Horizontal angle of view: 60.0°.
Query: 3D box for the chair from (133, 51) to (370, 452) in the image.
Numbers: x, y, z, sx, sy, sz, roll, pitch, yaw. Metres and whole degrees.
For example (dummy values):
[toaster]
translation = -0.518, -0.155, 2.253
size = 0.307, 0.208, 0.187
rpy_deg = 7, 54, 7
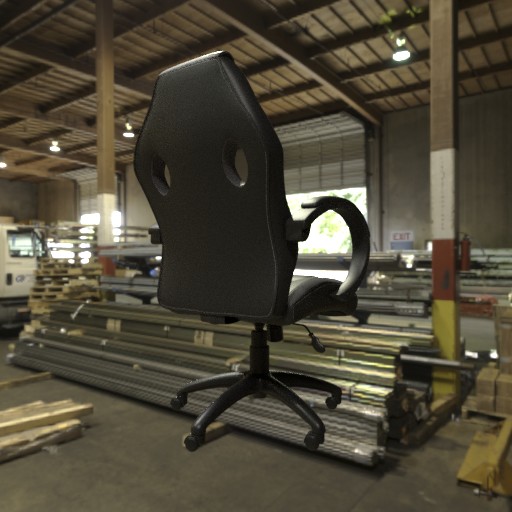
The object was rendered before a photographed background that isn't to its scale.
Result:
[chair]
translation = 0.000, 0.000, 1.607
size = 0.673, 1.187, 0.724
rpy_deg = 0, 0, 36
